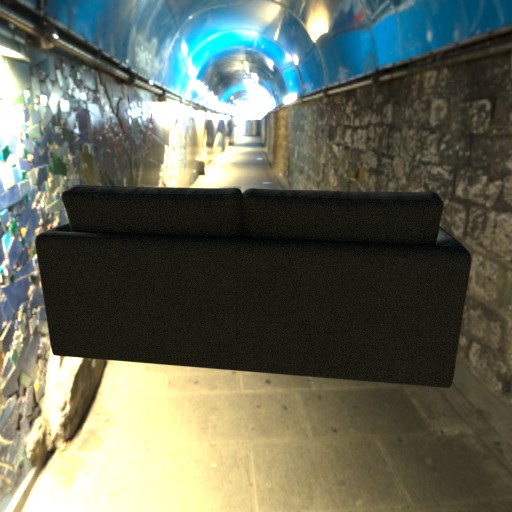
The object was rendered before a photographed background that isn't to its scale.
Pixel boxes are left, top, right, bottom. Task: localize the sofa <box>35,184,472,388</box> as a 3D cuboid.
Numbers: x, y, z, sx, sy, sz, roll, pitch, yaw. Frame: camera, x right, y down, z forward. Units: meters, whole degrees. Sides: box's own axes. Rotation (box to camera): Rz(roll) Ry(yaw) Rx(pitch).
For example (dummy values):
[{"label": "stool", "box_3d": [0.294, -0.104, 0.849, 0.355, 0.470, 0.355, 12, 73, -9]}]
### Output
[{"label": "sofa", "box_3d": [0.000, 0.000, 2.452, 1.909, 0.845, 1.091, 2, 16, 8]}]
